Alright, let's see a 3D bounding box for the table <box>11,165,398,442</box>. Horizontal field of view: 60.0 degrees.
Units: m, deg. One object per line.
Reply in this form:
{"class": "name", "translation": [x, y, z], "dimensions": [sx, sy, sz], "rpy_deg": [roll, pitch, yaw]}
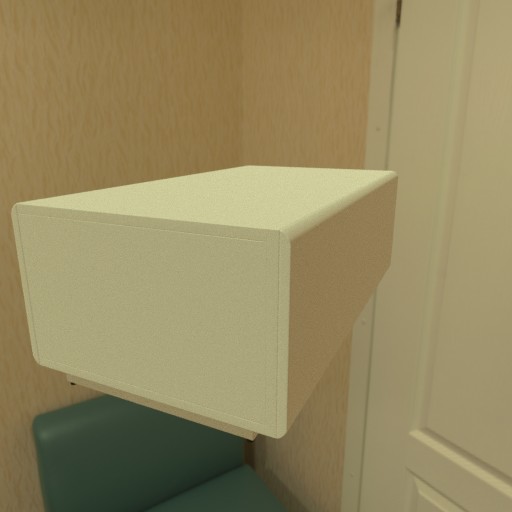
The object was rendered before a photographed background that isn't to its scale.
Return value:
{"class": "table", "translation": [0.000, 0.000, 1.341], "dimensions": [0.639, 0.442, 1.097], "rpy_deg": [7, 18, 24]}
